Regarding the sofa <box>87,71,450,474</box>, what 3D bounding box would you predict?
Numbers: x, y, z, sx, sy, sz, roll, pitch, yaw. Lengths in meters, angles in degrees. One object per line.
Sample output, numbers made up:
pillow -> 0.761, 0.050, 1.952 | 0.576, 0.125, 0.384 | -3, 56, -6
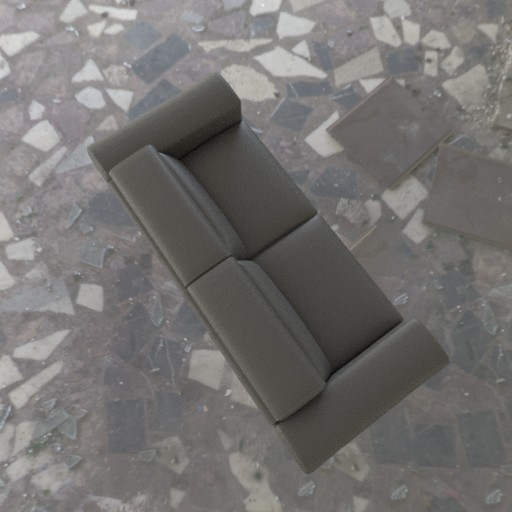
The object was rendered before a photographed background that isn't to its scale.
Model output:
sofa -> 0.000, 0.000, 2.783 | 1.023, 0.759, 2.321 | -34, 77, -9
